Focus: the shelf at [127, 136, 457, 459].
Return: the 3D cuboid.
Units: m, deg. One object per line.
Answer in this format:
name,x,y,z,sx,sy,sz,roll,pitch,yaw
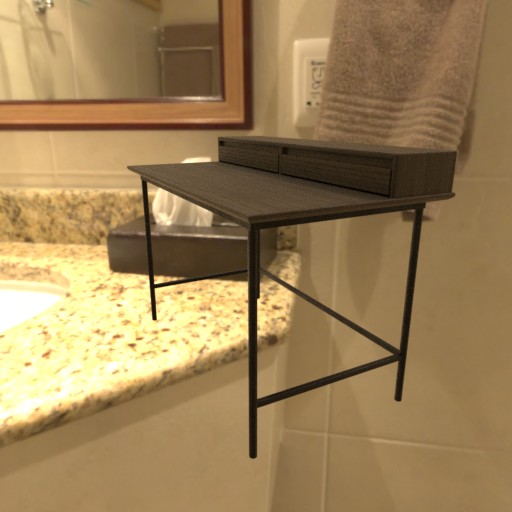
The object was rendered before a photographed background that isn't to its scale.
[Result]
shelf,0.000,0.000,1.755,0.685,0.865,1.212,-9,20,-27
